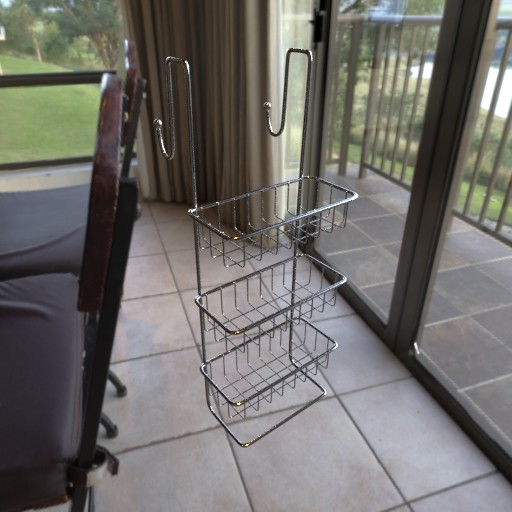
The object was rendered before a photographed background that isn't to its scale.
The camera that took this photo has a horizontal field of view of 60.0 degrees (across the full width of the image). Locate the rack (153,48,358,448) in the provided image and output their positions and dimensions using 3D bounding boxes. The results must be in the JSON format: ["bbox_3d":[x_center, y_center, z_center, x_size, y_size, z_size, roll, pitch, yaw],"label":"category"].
[{"bbox_3d":[0.000,0.000,0.690,0.228,0.574,0.202,-21,36,-32],"label":"rack"}]
